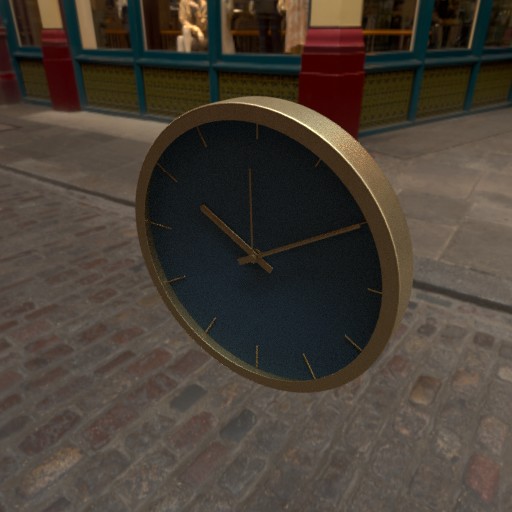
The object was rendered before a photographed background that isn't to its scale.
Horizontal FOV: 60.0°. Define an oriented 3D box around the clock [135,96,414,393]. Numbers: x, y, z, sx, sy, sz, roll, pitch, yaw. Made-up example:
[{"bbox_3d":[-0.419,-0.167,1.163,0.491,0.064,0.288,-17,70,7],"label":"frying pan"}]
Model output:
[{"bbox_3d":[0.000,0.000,0.465,0.314,0.314,0.040,17,33,29],"label":"clock"}]
